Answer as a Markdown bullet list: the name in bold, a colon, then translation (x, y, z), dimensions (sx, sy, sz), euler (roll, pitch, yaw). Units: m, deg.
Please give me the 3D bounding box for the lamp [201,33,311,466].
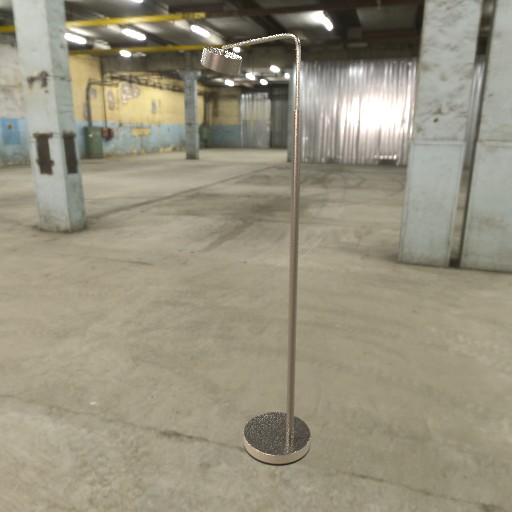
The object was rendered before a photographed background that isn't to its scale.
- **lamp**: translation (0.000, 0.000, 1.386), dimensions (0.222, 1.250, 0.421), euler (-14, 21, -42)
